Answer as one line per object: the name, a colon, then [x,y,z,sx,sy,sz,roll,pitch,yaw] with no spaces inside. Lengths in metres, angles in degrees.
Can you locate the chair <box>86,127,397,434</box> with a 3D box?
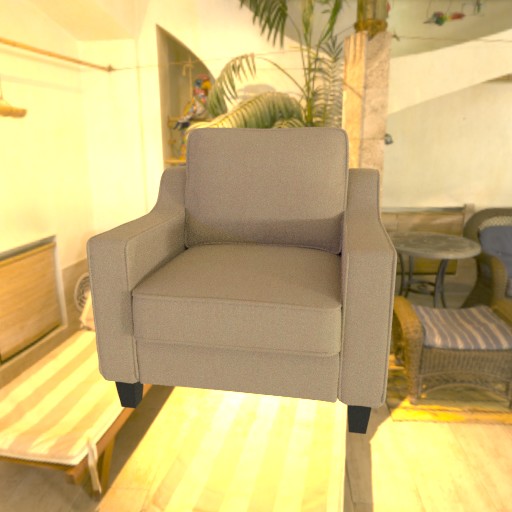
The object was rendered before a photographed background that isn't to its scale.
chair: [0.000,0.000,1.683,0.922,0.948,0.882,3,15,10]
